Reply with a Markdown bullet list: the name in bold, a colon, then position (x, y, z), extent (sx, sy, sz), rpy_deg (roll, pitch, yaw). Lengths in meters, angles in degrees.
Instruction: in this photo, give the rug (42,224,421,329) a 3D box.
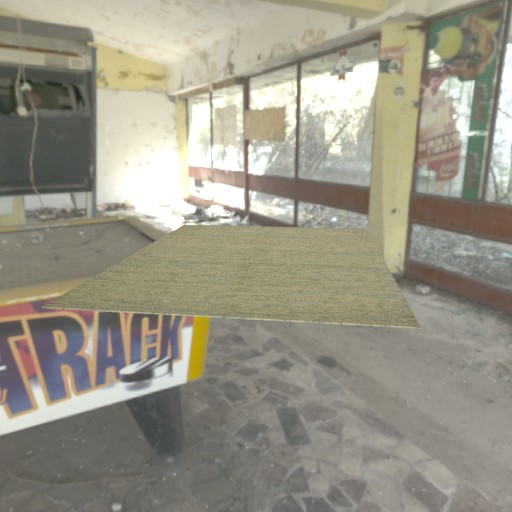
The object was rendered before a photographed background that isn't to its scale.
- **rug**: position (0.000, 0.000, 4.334), extent (2.437, 0.014, 3.201), rpy_deg (2, 14, 8)
